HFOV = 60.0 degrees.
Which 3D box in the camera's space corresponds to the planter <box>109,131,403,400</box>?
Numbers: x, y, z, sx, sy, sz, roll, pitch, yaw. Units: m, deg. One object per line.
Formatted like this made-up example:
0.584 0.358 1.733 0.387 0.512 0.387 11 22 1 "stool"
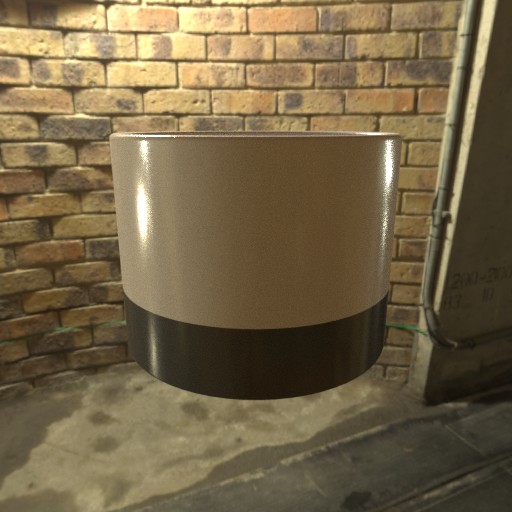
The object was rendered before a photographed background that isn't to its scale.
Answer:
0.000 0.000 0.330 0.193 0.177 0.193 0 16 0 "planter"
